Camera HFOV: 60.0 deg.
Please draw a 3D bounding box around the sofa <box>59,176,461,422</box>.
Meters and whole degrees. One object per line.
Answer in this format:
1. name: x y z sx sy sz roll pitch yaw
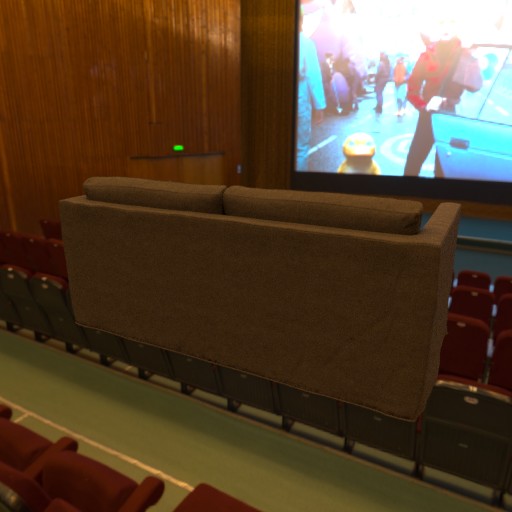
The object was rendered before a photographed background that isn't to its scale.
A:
1. sofa: 0.000 0.000 2.437 1.982 0.855 0.953 9 19 27
